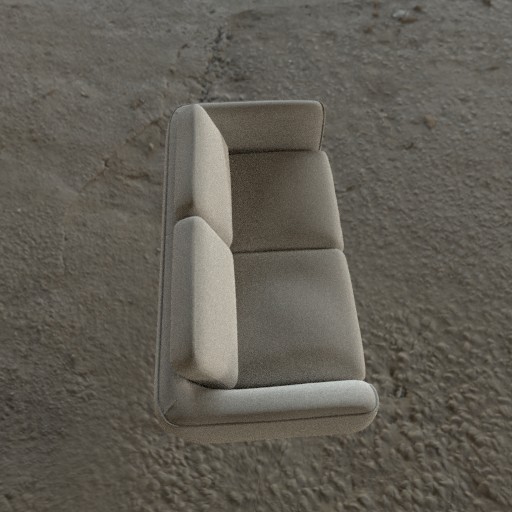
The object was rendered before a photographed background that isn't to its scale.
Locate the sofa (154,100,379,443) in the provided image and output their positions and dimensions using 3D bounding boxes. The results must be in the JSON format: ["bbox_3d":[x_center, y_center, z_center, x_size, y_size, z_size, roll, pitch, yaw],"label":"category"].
[{"bbox_3d":[0.000,0.000,2.218,0.920,0.850,1.700,-3,62,-2],"label":"sofa"}]
